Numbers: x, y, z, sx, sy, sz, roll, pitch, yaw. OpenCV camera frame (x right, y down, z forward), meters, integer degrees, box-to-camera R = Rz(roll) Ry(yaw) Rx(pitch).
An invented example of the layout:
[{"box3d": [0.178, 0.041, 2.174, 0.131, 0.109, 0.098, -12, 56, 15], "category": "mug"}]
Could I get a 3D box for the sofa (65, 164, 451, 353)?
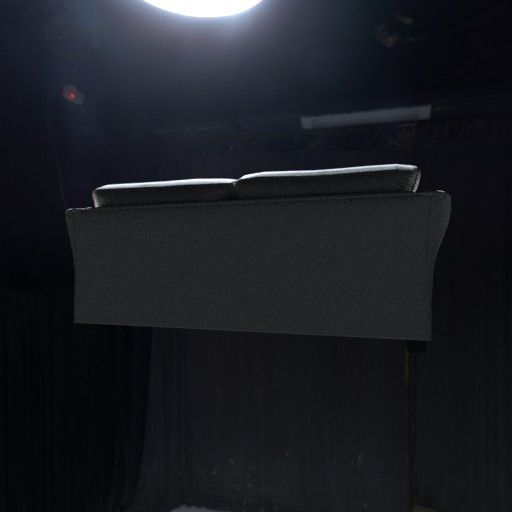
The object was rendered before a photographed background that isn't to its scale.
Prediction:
[{"box3d": [0.000, 0.000, 2.881, 2.270, 0.965, 0.980, 0, -1, 19], "category": "sofa"}]
